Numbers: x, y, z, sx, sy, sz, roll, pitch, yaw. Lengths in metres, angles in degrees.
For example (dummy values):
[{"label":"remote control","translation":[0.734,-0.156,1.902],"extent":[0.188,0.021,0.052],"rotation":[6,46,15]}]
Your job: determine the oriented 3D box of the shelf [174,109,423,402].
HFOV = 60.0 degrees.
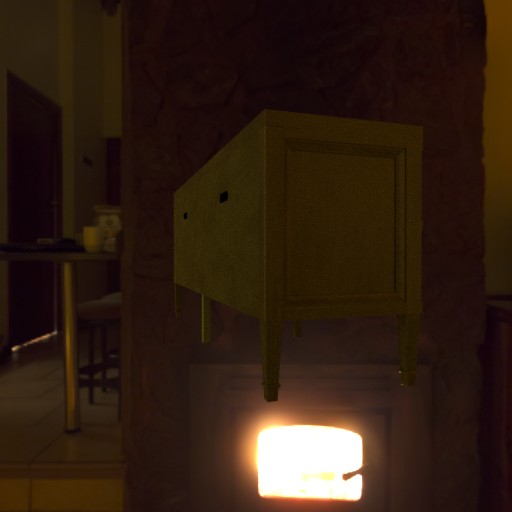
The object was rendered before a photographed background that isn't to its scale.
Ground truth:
[{"label":"shelf","translation":[0.000,0.000,1.897],"extent":[0.479,0.719,1.575],"rotation":[0,0,-18]}]
